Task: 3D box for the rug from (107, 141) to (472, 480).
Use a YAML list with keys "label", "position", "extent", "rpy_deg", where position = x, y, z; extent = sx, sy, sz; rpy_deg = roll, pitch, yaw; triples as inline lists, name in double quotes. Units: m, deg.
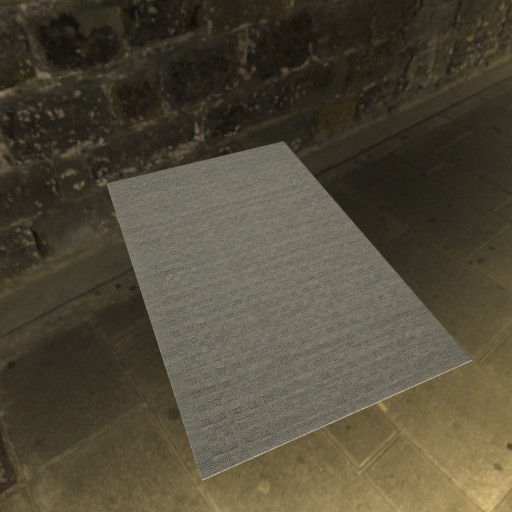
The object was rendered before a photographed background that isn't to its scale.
- label: "rug"
  position: [0.000, 0.000, 2.186]
  extent: [1.142, 0.006, 1.752]
  rpy_deg: [-17, 49, -16]
